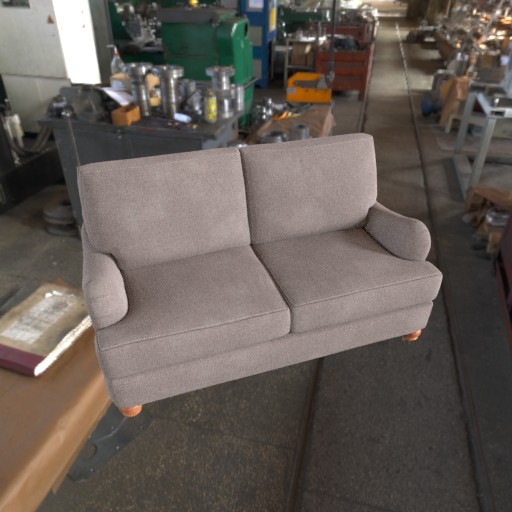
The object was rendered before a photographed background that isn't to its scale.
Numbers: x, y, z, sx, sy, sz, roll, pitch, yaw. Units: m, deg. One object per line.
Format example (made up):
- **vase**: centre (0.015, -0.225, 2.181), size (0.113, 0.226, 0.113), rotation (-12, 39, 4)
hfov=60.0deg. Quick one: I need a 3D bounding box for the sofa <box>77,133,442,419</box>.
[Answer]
- **sofa**: centre (0.000, 0.000, 2.546), size (1.853, 1.101, 1.084), rotation (-11, 34, -16)
